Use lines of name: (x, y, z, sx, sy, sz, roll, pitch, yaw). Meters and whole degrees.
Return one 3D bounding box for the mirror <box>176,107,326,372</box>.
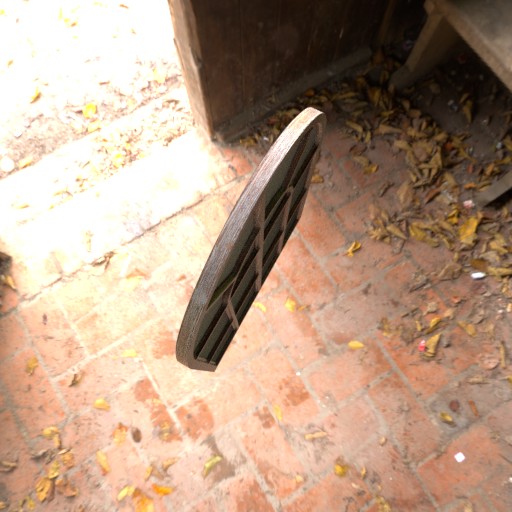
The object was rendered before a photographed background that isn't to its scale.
mirror: (0.000, 0.000, 1.189, 0.032, 0.920, 0.660, 28, 77, 7)
